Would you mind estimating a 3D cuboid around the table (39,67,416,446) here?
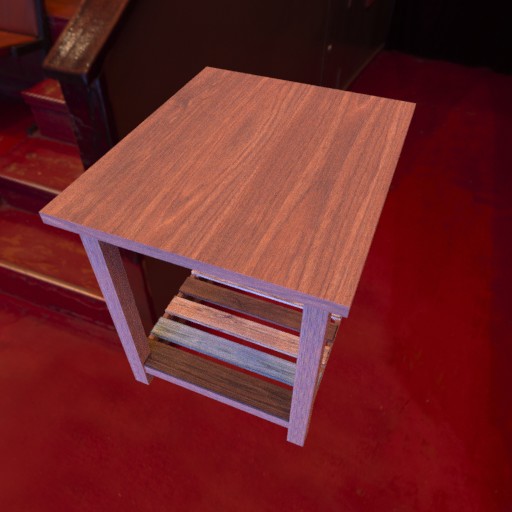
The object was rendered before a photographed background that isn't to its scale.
[{"bbox_3d":[0.000,0.000,1.149,0.559,0.635,0.660,16,48,15],"label":"table"}]
